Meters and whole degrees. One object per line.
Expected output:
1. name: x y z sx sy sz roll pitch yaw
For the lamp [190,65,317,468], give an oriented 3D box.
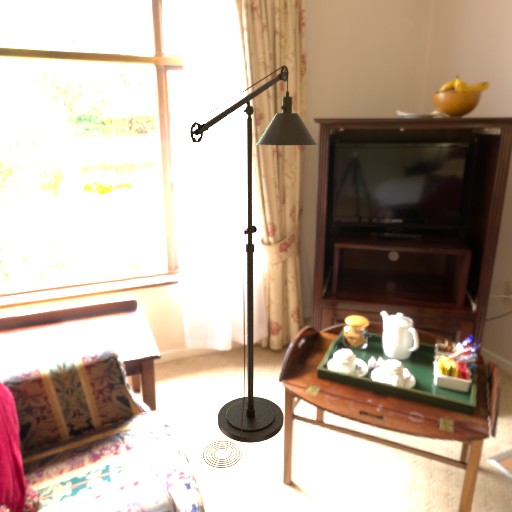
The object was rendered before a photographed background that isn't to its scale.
1. lamp: 0.000 0.000 1.963 0.319 1.626 0.904 8 18 27
